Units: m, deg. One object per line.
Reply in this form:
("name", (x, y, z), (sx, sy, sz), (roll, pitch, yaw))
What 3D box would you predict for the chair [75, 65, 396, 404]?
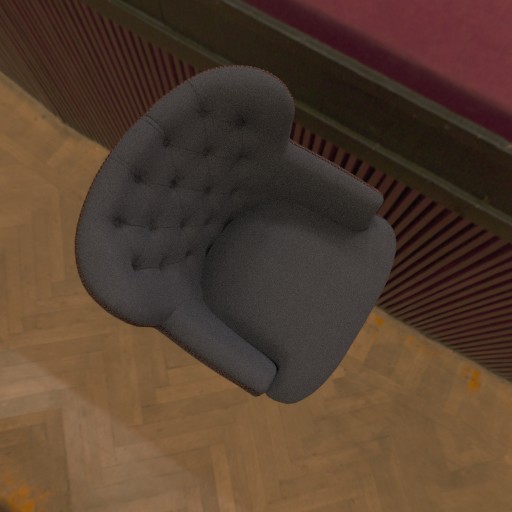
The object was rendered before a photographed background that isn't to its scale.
("chair", (0.000, 0.000, 1.593), (0.906, 0.868, 0.848), (32, 78, 8))
